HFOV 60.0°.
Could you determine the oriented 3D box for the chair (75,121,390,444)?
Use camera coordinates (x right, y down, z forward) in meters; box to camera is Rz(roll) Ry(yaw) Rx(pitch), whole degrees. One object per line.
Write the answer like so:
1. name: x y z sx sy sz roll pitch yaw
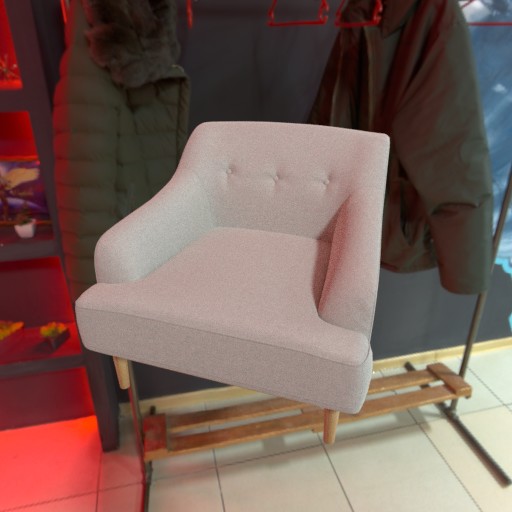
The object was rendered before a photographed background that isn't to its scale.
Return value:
1. chair: 0.000 0.000 1.653 0.946 0.818 0.951 9 28 17
